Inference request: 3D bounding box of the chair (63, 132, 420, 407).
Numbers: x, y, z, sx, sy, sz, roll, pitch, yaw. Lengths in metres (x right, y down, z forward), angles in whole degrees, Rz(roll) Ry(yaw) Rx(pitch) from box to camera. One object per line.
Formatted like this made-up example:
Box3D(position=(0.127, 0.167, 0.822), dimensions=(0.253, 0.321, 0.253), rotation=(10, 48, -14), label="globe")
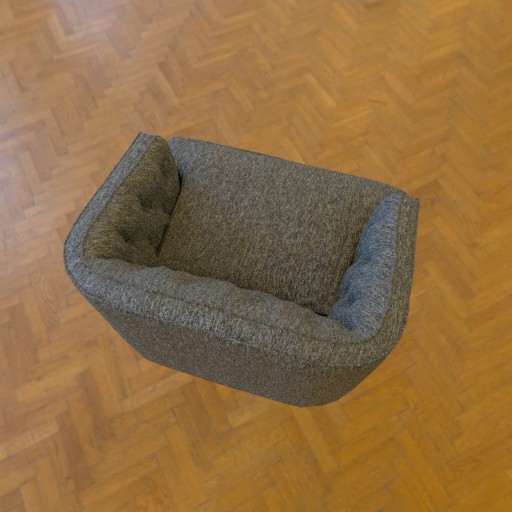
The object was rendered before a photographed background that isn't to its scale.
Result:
Box3D(position=(0.000, 0.000, 1.754), dimensions=(1.104, 0.852, 0.941), rotation=(15, 64, 7), label="chair")
